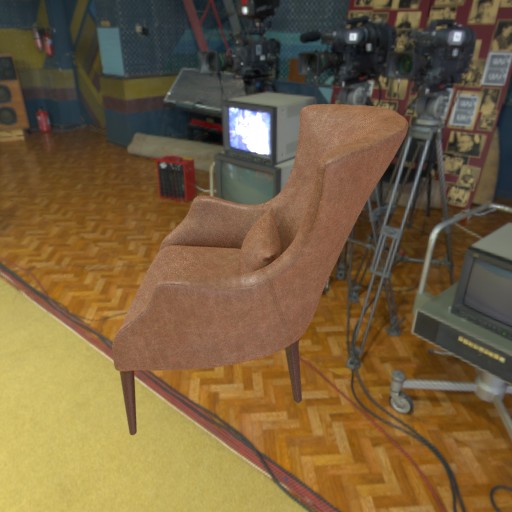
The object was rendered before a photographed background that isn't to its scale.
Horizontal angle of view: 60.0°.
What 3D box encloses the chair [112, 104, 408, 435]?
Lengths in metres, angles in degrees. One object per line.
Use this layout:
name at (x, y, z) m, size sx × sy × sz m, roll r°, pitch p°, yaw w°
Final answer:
chair at (0.000, 0.000, 1.709) m, size 0.955 × 1.067 × 0.846 m, roll 1°, pitch 28°, yaw 2°
